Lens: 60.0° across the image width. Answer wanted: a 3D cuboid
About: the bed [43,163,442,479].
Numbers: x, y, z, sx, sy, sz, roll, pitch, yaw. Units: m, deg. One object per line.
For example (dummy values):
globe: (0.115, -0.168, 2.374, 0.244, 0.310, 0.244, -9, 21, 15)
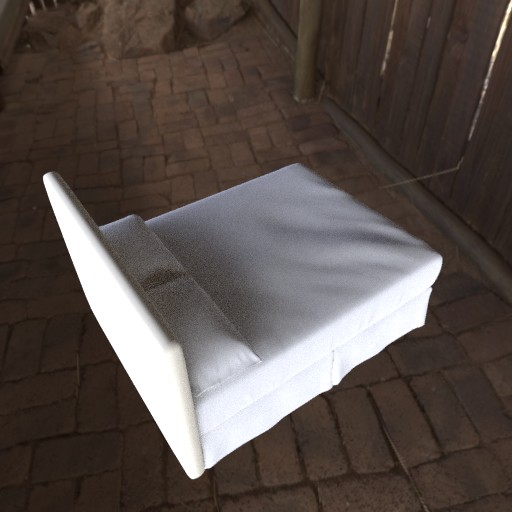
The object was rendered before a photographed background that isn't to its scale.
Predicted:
bed: (0.000, 0.000, 3.135, 2.147, 1.330, 1.714, -26, 48, -26)
